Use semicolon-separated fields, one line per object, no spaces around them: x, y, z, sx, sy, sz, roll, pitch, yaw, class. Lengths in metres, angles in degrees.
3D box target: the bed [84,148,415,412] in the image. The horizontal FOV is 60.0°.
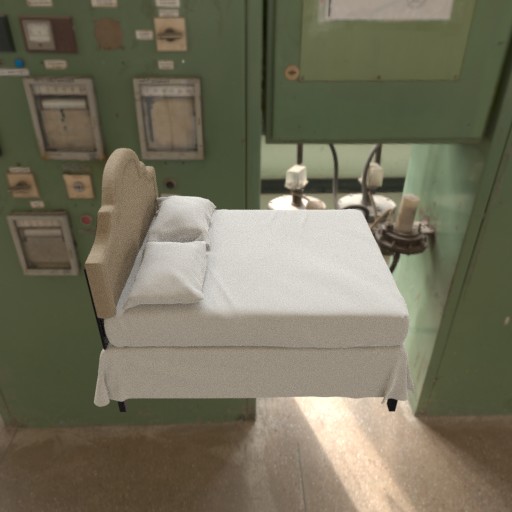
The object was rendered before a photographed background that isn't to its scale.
0.000;0.000;3.415;2.222;1.634;1.780;0;32;0;bed
